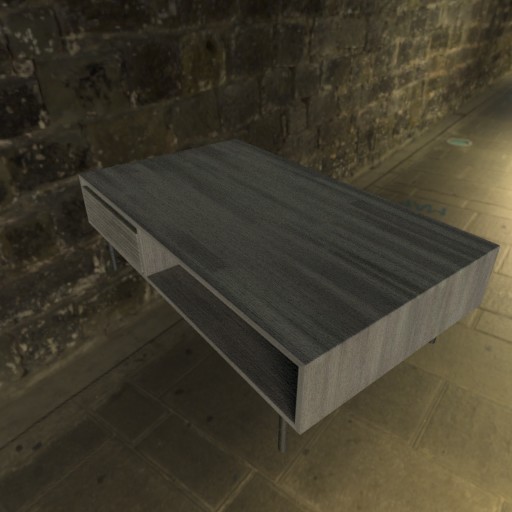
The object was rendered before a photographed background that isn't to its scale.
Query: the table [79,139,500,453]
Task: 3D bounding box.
[{"bbox_3d":[0.000,0.000,1.350,0.643,0.347,1.088,-22,38,-31],"label":"table"}]
